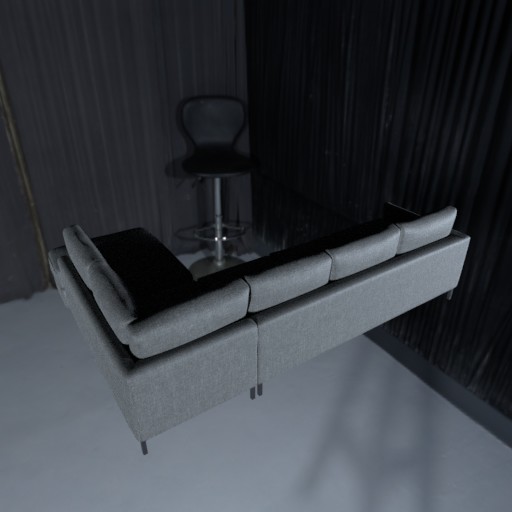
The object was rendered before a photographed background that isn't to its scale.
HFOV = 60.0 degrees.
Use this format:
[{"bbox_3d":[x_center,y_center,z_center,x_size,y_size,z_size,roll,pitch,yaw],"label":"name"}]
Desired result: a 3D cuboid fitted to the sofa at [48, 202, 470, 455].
[{"bbox_3d":[0.000,0.000,3.754,2.972,0.858,1.984,-18,35,-29],"label":"sofa"}]
